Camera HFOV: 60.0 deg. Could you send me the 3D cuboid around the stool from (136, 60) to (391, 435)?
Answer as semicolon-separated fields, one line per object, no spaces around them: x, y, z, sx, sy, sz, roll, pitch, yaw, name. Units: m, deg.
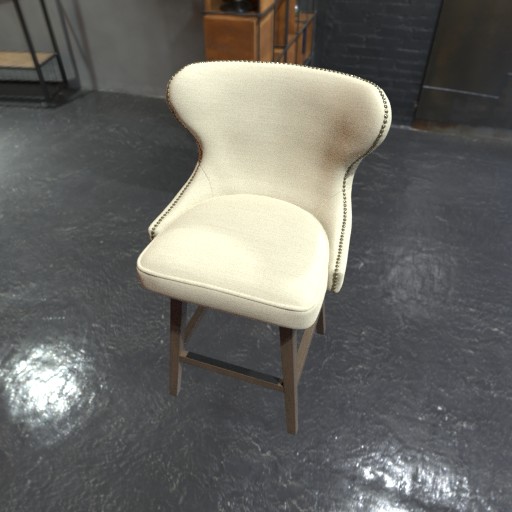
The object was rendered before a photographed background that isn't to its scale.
0.000;0.000;1.352;0.615;0.972;0.597;13;43;14;stool
